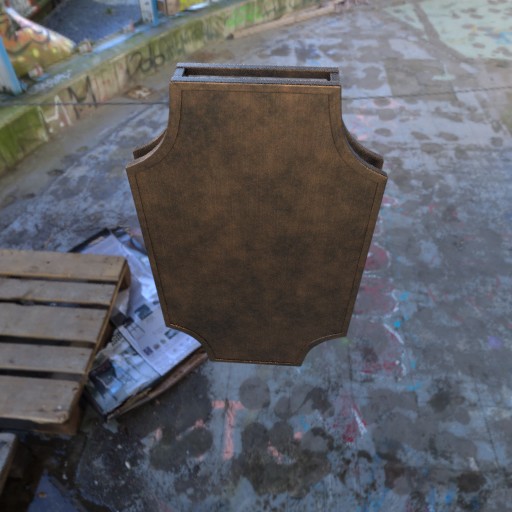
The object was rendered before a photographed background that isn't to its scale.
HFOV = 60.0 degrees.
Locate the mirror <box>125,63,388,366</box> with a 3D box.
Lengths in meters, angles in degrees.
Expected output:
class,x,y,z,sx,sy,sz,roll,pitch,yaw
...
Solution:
class,x,y,z,sx,sy,sz,roll,pitch,yaw
mirror,0.000,0.000,0.976,0.462,0.811,0.066,3,46,3
